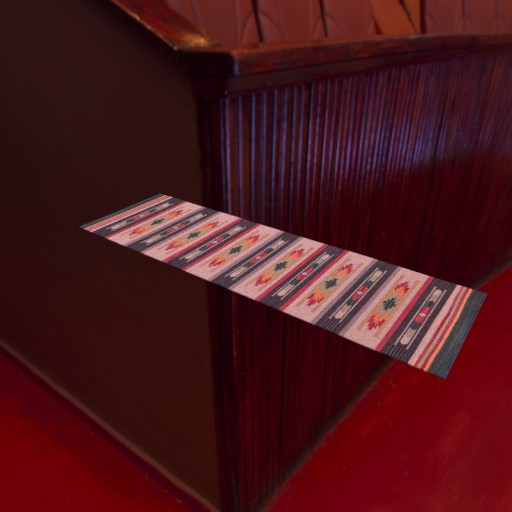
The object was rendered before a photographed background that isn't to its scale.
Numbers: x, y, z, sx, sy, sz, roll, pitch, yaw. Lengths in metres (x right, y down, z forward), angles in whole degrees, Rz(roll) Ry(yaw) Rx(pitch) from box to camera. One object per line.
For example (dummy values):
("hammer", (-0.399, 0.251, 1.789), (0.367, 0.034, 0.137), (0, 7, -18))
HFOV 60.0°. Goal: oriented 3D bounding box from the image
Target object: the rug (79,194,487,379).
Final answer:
("rug", (0.000, 0.000, 2.680), (2.440, 0.009, 0.760), (19, 35, 31))
